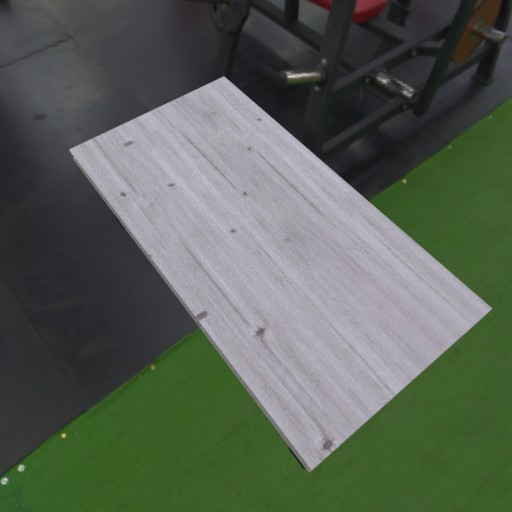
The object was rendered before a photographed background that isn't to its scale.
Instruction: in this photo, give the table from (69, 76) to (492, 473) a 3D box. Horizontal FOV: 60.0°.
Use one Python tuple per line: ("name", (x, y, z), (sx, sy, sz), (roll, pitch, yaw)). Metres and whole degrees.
("table", (0.000, 0.000, 1.653), (0.700, 0.450, 1.350), (-33, 64, -19))
